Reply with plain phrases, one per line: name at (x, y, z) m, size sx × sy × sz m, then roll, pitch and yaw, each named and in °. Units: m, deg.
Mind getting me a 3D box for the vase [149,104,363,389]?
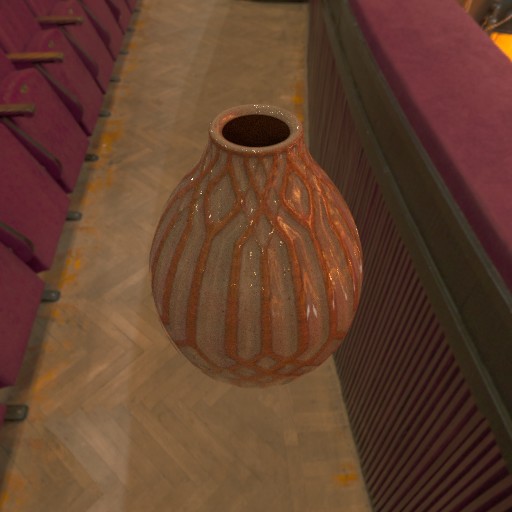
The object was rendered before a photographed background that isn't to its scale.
vase at (0.000, 0.000, 0.269) m, size 0.131 × 0.175 × 0.131 m, roll 0°, pitch 46°, yaw 0°
